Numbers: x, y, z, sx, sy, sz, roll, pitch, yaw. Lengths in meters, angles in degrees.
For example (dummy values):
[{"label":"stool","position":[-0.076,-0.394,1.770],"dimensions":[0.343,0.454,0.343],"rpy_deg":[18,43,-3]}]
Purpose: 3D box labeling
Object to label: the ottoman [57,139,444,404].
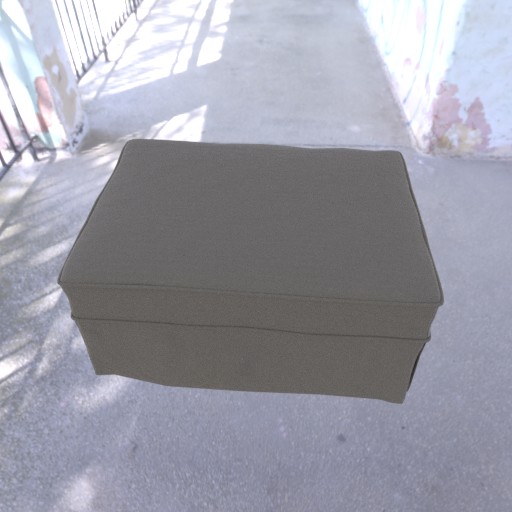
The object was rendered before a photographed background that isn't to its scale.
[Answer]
[{"label":"ottoman","position":[0.000,0.000,1.362],"dimensions":[0.944,0.479,0.703],"rpy_deg":[3,45,3]}]
